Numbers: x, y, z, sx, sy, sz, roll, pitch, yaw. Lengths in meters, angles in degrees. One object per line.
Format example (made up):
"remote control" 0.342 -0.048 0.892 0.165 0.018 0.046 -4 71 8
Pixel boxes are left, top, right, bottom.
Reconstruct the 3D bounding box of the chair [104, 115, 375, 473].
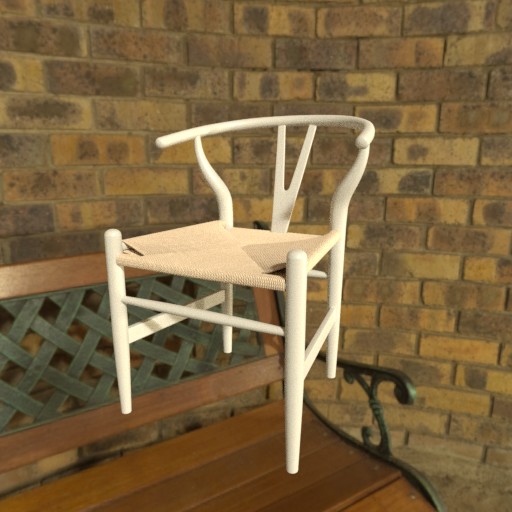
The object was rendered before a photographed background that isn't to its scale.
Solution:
"chair" 0.000 0.000 1.150 0.569 0.730 0.579 7 15 27
